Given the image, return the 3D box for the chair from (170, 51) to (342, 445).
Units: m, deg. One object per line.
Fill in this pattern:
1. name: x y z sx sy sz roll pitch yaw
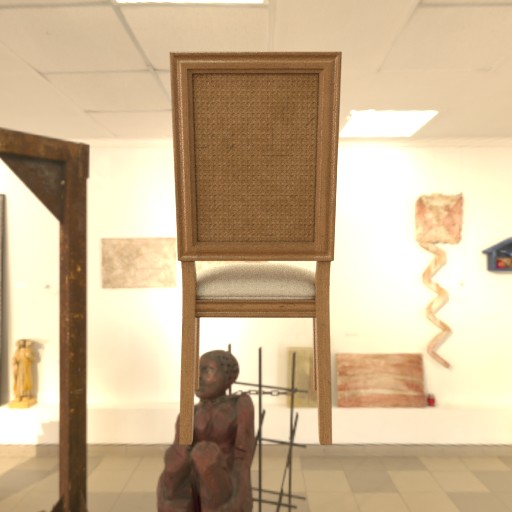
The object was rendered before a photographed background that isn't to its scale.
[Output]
1. chair: 0.000 0.000 1.362 0.536 0.988 0.601 0 0 0
